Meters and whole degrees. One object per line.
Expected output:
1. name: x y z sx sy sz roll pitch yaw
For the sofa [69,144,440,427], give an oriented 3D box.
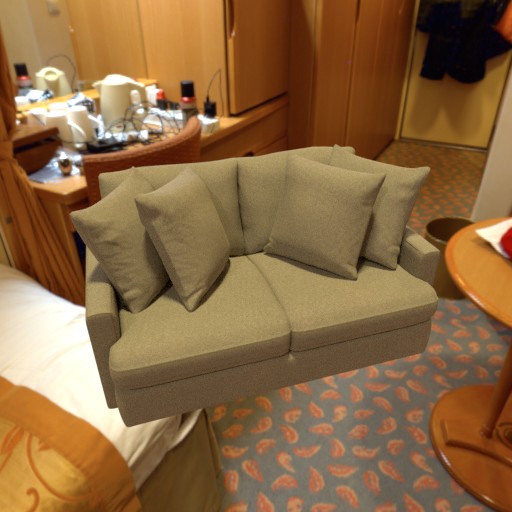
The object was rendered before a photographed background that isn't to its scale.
1. sofa: 0.000 0.000 2.603 1.869 1.080 1.228 -10 33 -15
